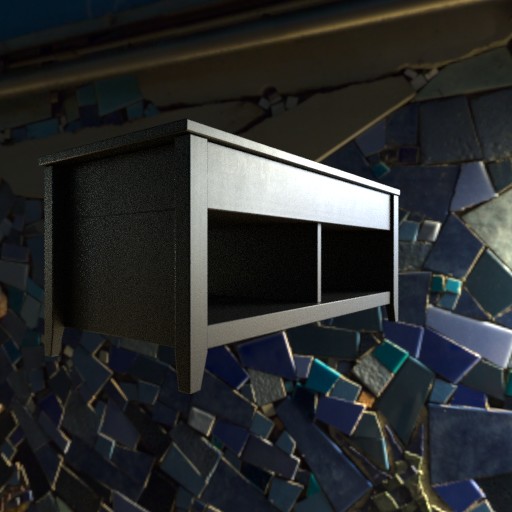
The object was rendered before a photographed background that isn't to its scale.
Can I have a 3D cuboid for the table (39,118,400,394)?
[{"bbox_3d":[0.000,0.000,1.277,0.483,0.457,1.016,0,0,37],"label":"table"}]
